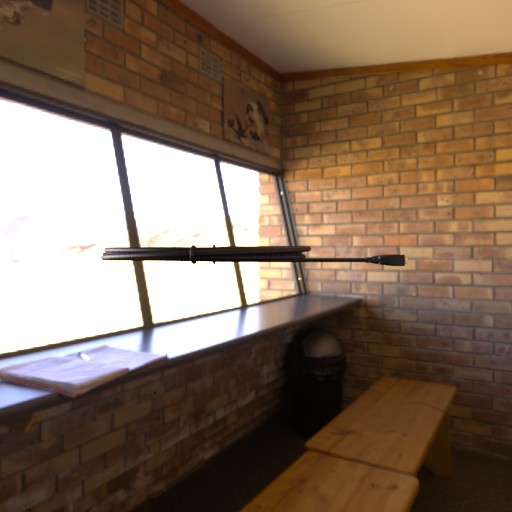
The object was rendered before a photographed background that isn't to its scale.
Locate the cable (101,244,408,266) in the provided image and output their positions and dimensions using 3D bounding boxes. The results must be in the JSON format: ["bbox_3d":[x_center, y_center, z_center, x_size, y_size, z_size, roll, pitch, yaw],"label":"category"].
[{"bbox_3d":[0.000,0.000,0.520,0.422,0.030,0.257,0,1,0],"label":"cable"}]
